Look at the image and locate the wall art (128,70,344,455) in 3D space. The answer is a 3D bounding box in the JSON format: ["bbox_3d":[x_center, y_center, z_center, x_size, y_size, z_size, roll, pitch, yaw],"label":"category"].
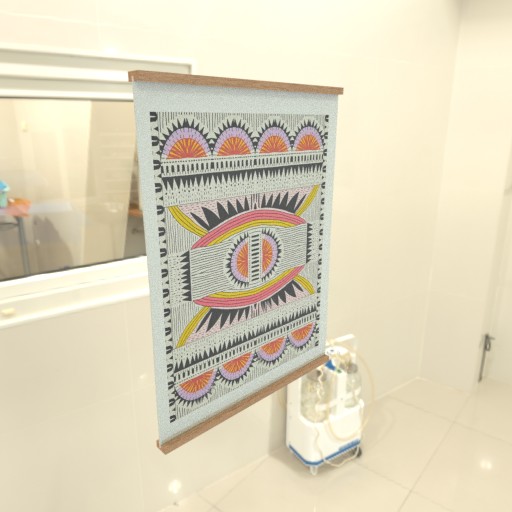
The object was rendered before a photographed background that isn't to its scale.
[{"bbox_3d":[0.000,0.000,0.828,0.456,0.609,0.028,-15,23,-41],"label":"wall art"}]
